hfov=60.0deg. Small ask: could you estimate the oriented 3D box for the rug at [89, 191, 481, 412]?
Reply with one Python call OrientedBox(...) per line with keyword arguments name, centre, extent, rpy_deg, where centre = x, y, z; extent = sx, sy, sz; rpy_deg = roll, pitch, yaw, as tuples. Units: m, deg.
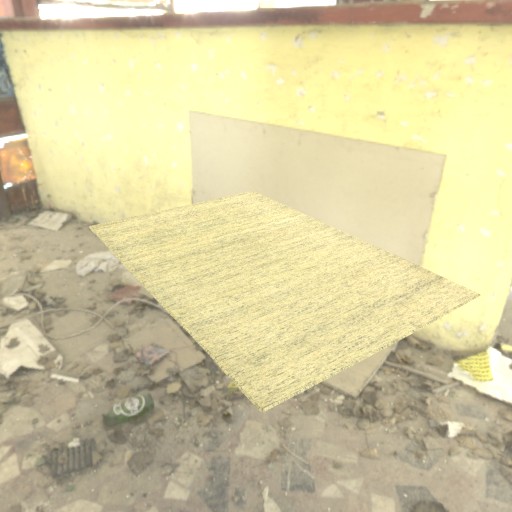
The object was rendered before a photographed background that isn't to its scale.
OrientedBox(name="rug", centre=(0.000, 0.000, 2.921), extent=(1.523, 0.017, 2.263), rpy_deg=(-17, 31, -31))
